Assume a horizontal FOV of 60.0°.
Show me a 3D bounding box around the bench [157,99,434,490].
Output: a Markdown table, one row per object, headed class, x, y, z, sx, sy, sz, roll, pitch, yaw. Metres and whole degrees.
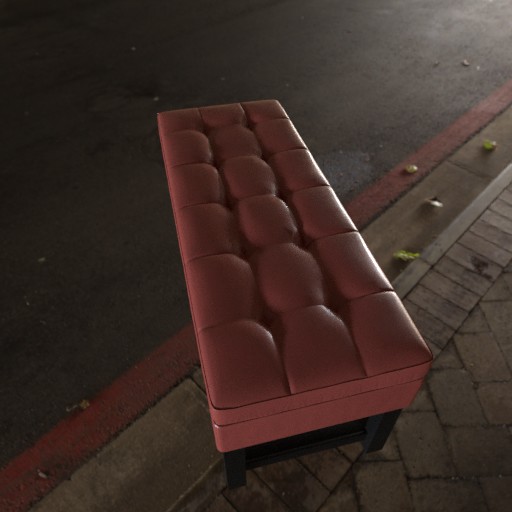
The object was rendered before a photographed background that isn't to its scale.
| class | x | y | z | sx | sy | sz | roll | pitch | yaw |
| --- | --- | --- | --- | --- | --- | --- | --- | --- | --- |
| bench | 0.000 | 0.000 | 1.309 | 0.432 | 0.460 | 1.105 | -10 | 46 | -10 |
